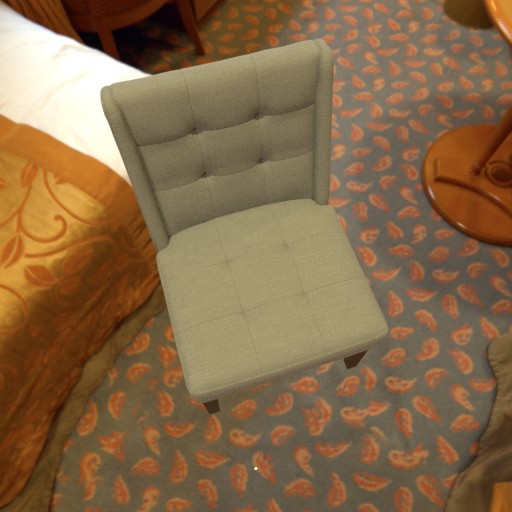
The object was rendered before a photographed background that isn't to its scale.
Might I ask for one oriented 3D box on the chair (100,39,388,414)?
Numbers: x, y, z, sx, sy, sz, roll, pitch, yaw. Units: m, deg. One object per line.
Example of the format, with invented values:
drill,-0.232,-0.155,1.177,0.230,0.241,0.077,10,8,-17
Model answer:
chair,0.000,0.000,1.288,0.569,0.853,0.676,-16,65,-7
